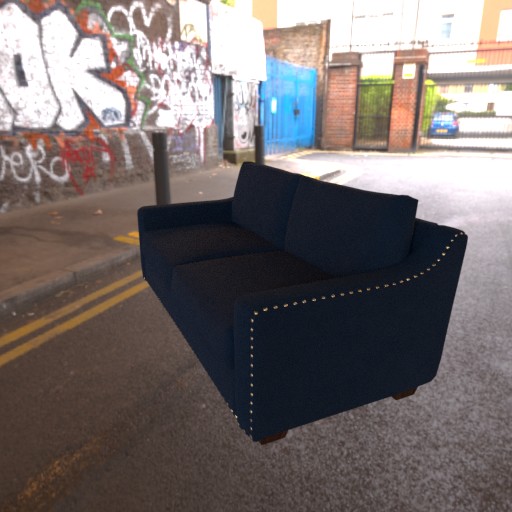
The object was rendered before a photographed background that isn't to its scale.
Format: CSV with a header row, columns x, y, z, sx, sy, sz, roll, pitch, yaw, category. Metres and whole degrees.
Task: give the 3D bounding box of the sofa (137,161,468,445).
x,y,z,sx,sy,sz,roll,pitch,yaw,category
0.000,0.000,2.743,1.104,0.983,2.107,-8,19,-24,sofa
